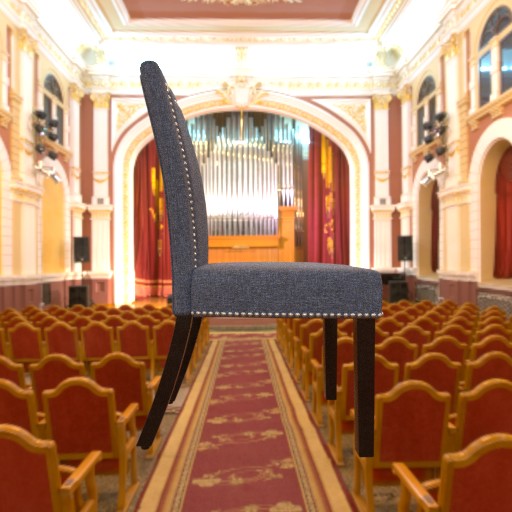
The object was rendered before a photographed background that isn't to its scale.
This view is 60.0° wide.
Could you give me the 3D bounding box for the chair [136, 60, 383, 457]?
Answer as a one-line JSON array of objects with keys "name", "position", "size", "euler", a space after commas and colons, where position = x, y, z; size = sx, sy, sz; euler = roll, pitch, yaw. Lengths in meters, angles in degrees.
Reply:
[{"name": "chair", "position": [0.000, 0.000, 1.269], "size": [0.589, 0.946, 0.518], "euler": [0, -1, -1]}]
